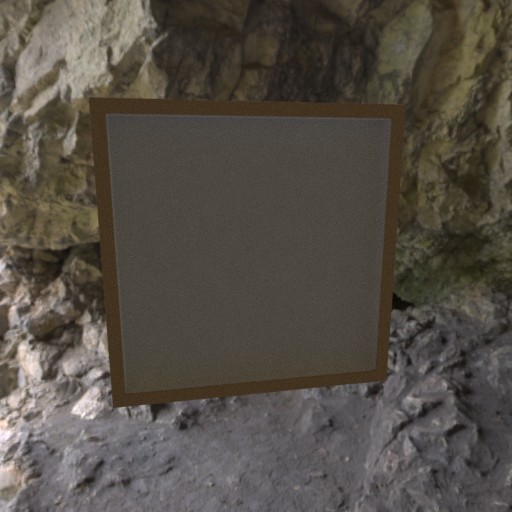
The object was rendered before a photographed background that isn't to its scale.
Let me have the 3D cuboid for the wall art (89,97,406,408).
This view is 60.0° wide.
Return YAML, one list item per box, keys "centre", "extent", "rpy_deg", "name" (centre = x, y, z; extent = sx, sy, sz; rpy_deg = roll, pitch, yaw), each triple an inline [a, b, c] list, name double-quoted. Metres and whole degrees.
- centre: [0.000, 0.000, 0.924]
  extent: [0.612, 0.612, 0.038]
  rpy_deg: [-2, 13, -11]
  name: "wall art"
